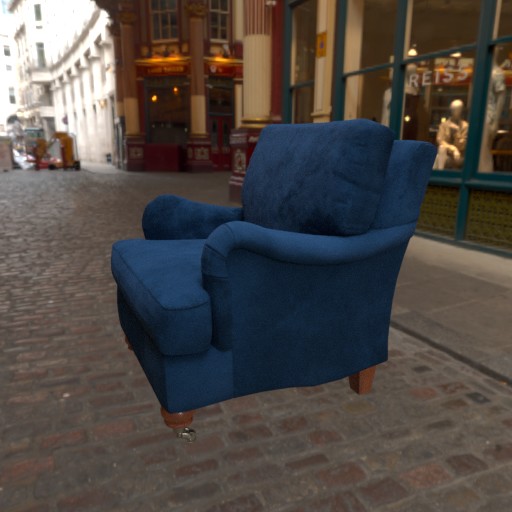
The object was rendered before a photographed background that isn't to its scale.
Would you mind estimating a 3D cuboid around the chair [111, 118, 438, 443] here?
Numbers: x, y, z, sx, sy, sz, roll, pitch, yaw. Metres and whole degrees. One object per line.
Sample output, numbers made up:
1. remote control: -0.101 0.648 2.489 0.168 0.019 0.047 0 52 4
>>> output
1. chair: 0.000 0.000 1.841 1.078 1.076 0.895 -7 16 -26
